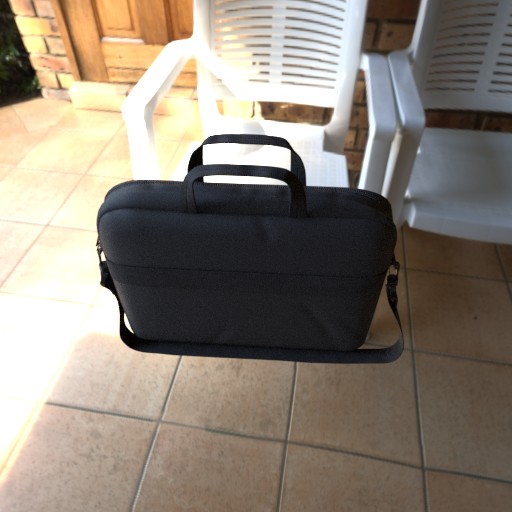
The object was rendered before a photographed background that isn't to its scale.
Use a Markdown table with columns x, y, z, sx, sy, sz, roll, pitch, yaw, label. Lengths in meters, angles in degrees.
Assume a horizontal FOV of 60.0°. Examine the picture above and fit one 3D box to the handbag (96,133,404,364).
| x | y | z | sx | sy | sz | roll | pitch | yaw | label |
| --- | --- | --- | --- | --- | --- | --- | --- | --- | --- |
| 0.000 | 0.000 | 0.437 | 0.320 | 0.244 | 0.089 | 3 | 46 | 3 | handbag |
